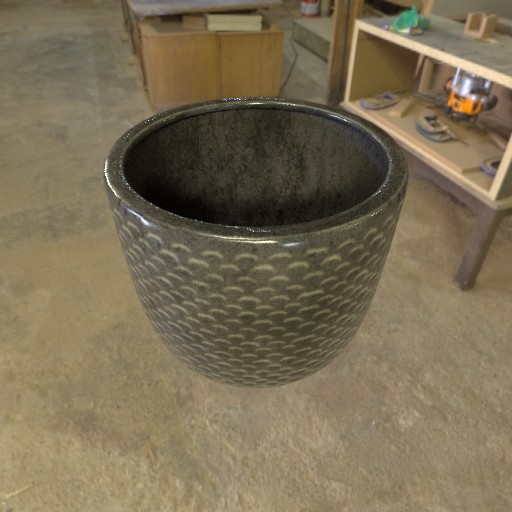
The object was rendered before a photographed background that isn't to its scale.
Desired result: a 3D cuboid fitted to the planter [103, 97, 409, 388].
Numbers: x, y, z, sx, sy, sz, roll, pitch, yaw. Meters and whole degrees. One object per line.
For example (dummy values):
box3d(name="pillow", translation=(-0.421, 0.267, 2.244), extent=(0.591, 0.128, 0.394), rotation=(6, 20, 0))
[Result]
box3d(name="planter", translation=(0.000, 0.000, 0.247), extent=(0.140, 0.129, 0.140), rotation=(0, 40, 0))
